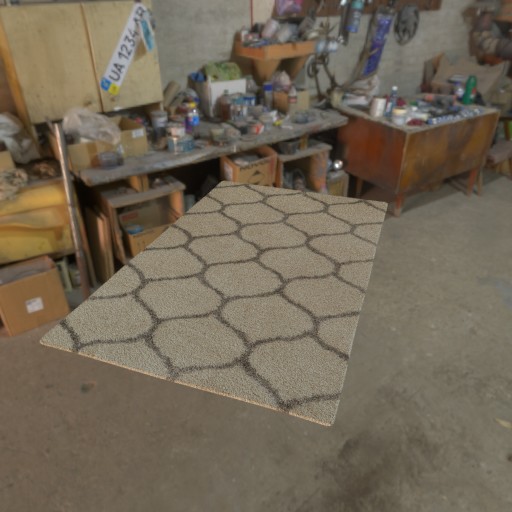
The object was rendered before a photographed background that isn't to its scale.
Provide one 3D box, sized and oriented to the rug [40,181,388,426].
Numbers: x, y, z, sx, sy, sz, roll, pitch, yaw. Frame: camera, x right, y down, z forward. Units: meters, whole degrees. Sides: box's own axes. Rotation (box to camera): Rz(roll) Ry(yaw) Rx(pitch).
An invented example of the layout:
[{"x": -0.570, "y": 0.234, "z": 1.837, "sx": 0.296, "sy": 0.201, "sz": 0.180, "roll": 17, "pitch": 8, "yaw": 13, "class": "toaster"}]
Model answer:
[{"x": 0.000, "y": 0.000, "z": 2.967, "sx": 1.501, "sy": 0.024, "sz": 2.348, "roll": 10, "pitch": 32, "yaw": 17, "class": "rug"}]
